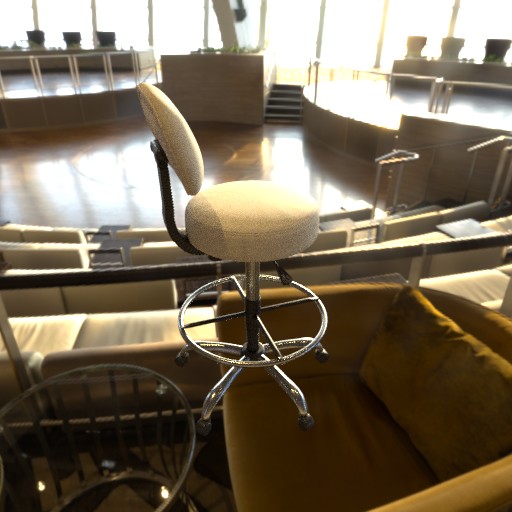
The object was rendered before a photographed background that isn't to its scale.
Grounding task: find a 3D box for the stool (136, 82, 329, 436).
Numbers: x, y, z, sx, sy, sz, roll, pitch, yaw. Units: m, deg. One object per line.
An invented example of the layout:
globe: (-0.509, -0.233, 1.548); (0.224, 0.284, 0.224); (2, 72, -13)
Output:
stool: (0.000, 0.000, 1.453); (0.616, 1.080, 0.609); (-10, 31, -17)
